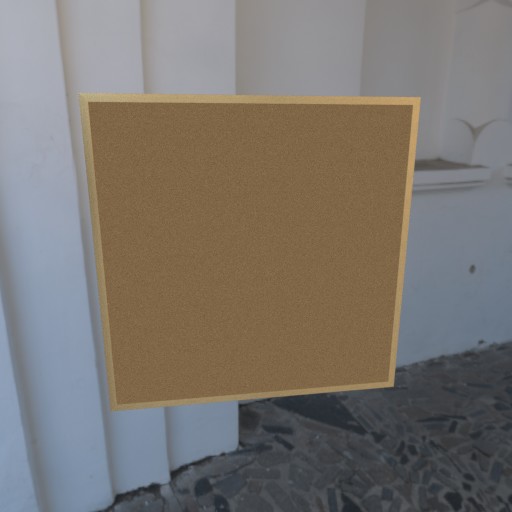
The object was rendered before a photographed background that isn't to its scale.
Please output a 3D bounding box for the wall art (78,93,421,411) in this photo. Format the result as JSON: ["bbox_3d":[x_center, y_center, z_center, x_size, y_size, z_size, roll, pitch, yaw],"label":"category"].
[{"bbox_3d":[0.000,0.000,0.449,0.304,0.304,0.038,-2,16,-8],"label":"wall art"}]
